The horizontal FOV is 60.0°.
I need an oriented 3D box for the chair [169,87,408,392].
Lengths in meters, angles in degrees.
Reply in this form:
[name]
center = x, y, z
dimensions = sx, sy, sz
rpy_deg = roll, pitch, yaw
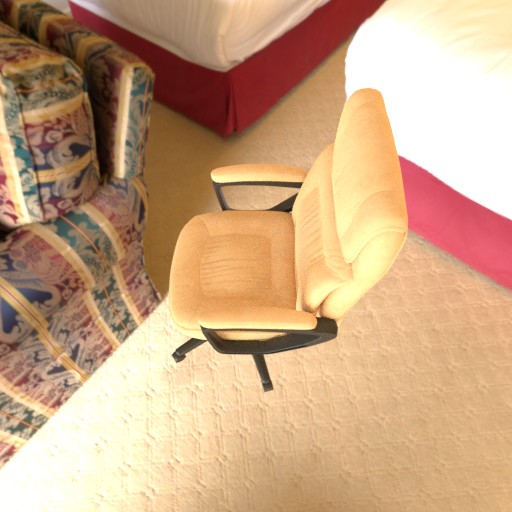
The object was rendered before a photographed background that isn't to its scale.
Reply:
[chair]
center = 0.000, 0.000, 1.557
dimensions = 0.724, 1.105, 0.667
rpy_deg = 1, 58, 1
